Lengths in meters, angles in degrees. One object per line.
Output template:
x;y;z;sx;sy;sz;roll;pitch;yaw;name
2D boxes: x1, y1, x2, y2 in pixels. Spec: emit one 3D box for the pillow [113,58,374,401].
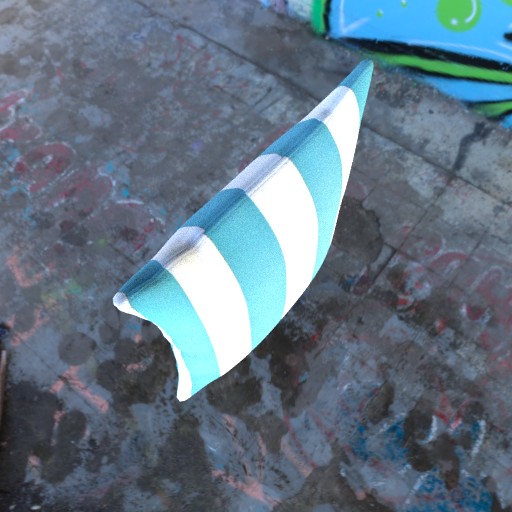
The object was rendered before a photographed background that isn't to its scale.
0.000;0.000;0.811;0.189;0.526;0.536;35;68;17;pillow
